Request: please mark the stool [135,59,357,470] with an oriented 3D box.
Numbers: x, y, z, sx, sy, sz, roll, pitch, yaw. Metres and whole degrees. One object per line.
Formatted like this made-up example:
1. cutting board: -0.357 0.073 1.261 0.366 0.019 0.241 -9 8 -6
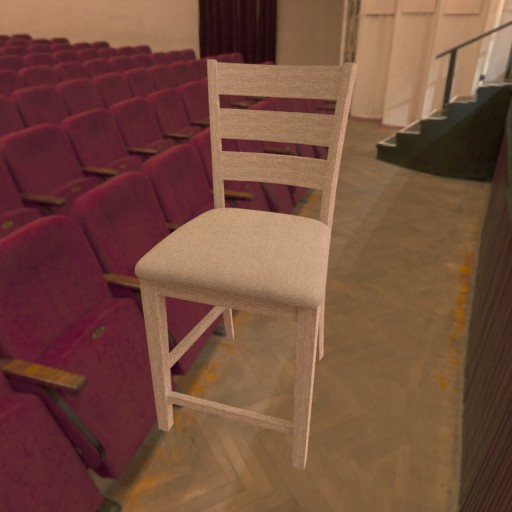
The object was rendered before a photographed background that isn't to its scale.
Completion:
1. stool: 0.000 0.000 1.312 0.484 1.032 0.569 9 29 16
